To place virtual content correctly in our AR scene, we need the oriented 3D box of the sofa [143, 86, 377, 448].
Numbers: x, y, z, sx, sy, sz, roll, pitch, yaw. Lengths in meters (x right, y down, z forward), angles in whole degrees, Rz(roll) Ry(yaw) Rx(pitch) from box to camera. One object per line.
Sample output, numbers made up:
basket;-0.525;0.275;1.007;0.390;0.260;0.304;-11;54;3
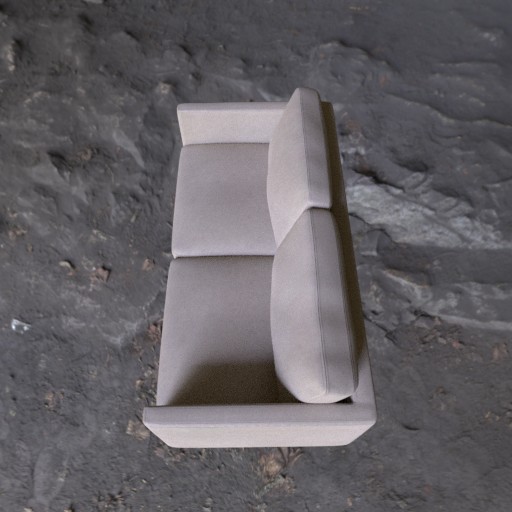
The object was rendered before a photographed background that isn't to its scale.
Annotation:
sofa;0.000;0.000;2.398;0.950;0.940;1.846;-1;60;0
